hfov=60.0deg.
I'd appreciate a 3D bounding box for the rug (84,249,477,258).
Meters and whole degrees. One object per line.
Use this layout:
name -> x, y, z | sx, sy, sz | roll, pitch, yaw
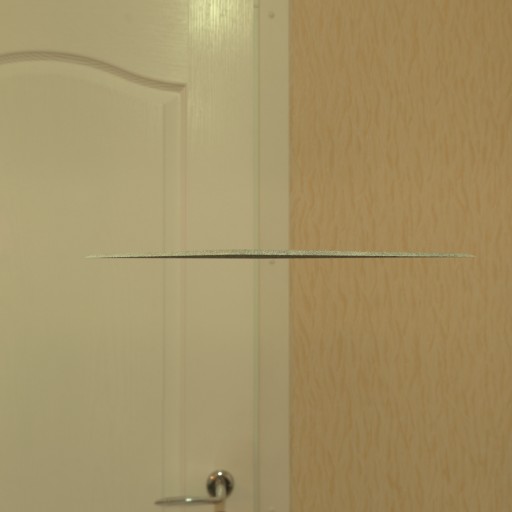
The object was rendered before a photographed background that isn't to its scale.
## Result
rug -> 0.000, 0.000, 4.048 | 2.332, 0.027, 2.933 | 0, -1, -36
